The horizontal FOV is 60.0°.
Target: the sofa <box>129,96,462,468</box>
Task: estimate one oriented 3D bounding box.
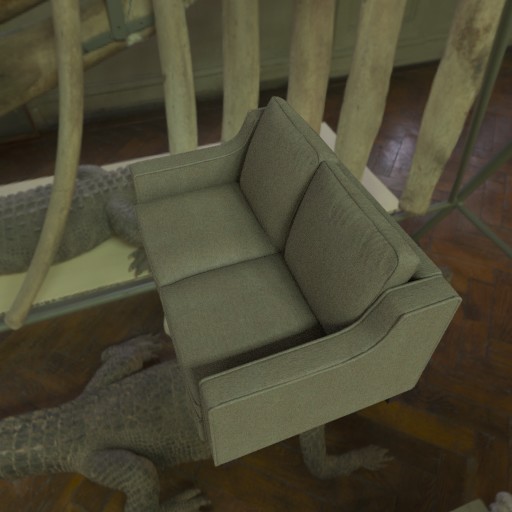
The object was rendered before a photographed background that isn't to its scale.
[{"bbox_3d":[0.000,0.000,2.150,0.985,0.981,1.503,-16,48,-14],"label":"sofa"}]
